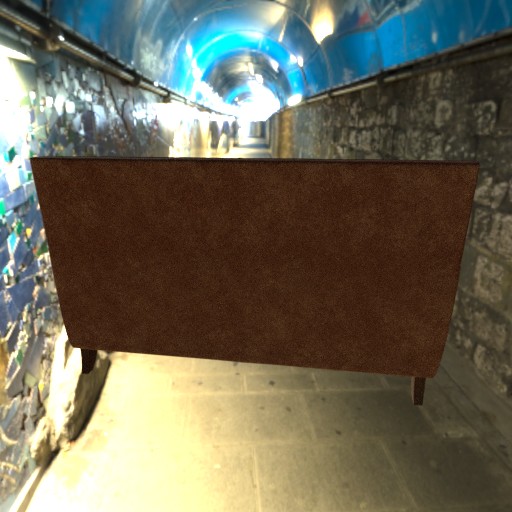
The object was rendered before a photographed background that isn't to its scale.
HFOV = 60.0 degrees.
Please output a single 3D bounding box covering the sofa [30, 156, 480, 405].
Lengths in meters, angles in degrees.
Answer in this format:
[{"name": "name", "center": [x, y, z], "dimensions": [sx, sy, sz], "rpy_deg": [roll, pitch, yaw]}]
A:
[{"name": "sofa", "center": [0.000, 0.000, 1.907], "dimensions": [1.473, 0.871, 0.787], "rpy_deg": [3, 16, 9]}]
